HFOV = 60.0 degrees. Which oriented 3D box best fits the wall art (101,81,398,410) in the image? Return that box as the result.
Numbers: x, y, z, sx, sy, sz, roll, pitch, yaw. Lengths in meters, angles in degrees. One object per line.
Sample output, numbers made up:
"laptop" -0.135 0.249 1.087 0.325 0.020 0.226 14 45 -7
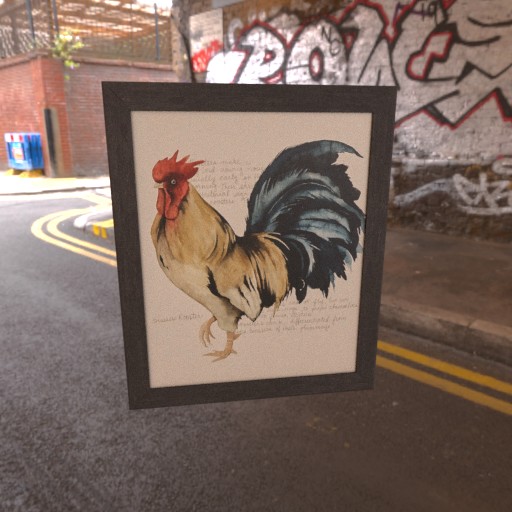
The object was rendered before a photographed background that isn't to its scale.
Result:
"wall art" 0.000 0.000 0.784 0.476 0.570 0.013 -2 15 -8
